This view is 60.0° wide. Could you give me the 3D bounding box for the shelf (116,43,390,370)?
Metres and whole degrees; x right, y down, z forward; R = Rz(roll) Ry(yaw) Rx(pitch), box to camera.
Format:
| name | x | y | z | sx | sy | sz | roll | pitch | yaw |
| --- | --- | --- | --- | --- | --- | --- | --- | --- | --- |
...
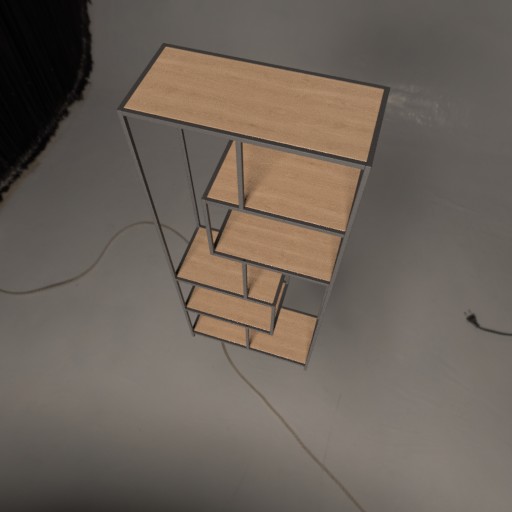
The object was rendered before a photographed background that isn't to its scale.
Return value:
| name | x | y | z | sx | sy | sz | roll | pitch | yaw |
| --- | --- | --- | --- | --- | --- | --- | --- | --- | --- |
| shelf | 0.000 | 0.000 | 2.143 | 0.770 | 1.850 | 0.350 | 15 | 60 | 9 |
